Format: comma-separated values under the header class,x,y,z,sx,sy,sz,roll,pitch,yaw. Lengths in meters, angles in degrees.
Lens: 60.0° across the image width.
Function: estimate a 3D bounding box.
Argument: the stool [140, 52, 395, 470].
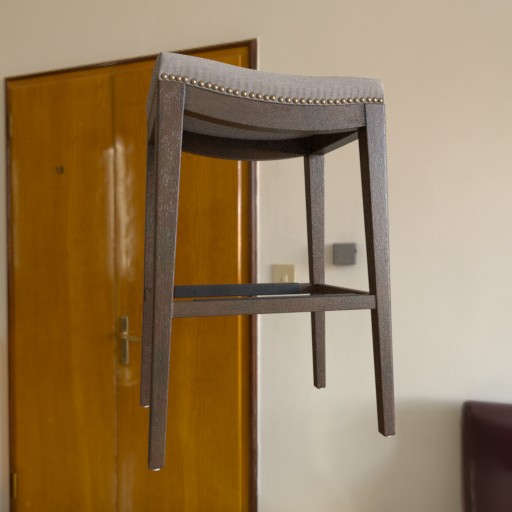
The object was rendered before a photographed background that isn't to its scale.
class,x,y,z,sx,sy,sz,roll,pitch,yaw
stool,0.000,0.000,1.023,0.508,0.762,0.356,0,1,-17
